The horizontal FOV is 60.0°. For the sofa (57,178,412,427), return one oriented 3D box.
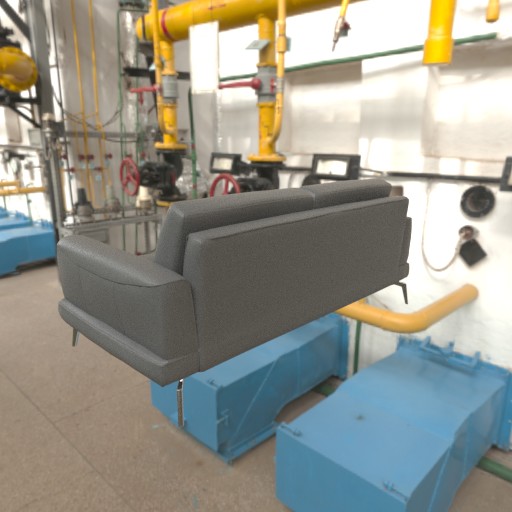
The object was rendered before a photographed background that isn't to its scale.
[{"bbox_3d":[0.000,0.000,2.817,2.177,0.930,1.121,-14,21,-43],"label":"sofa"}]
